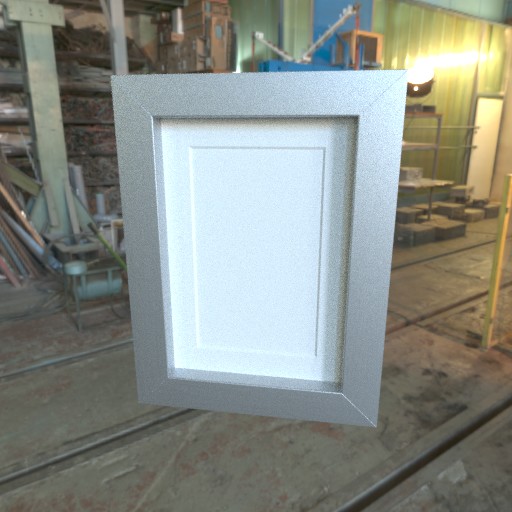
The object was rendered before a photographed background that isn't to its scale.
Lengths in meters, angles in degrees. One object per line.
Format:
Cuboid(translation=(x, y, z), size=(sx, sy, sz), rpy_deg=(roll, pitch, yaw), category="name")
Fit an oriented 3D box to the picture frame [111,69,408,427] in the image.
Cuboid(translation=(0.000, 0.000, 0.273), size=(0.157, 0.208, 0.028), rpy_deg=(3, 16, 9), category="picture frame")
